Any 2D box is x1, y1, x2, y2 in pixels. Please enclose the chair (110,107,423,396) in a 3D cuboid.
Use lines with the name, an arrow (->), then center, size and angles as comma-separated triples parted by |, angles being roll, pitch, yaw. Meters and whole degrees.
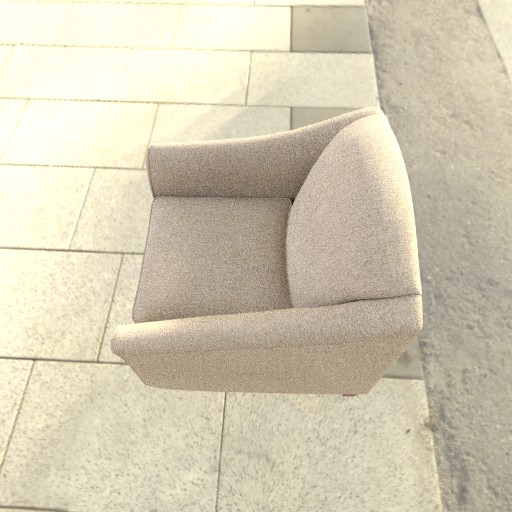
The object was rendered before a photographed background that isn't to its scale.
chair -> 0.000, 0.000, 1.457 | 0.787, 0.839, 0.763 | 1, 59, 0
